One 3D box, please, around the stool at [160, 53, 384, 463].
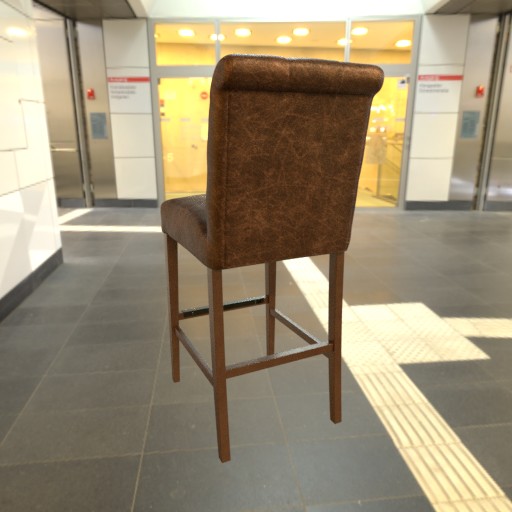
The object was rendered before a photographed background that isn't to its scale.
[{"bbox_3d":[0.000,0.000,1.505,0.483,1.168,0.659,-8,18,-25],"label":"stool"}]
